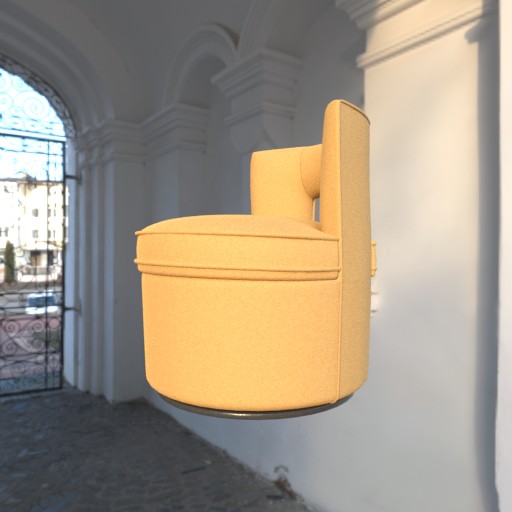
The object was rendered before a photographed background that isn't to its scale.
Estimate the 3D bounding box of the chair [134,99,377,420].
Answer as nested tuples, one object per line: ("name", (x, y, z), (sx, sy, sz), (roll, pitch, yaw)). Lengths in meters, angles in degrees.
("chair", (0.000, 0.000, 1.251), (0.665, 0.723, 0.650), (0, 1, -19))
